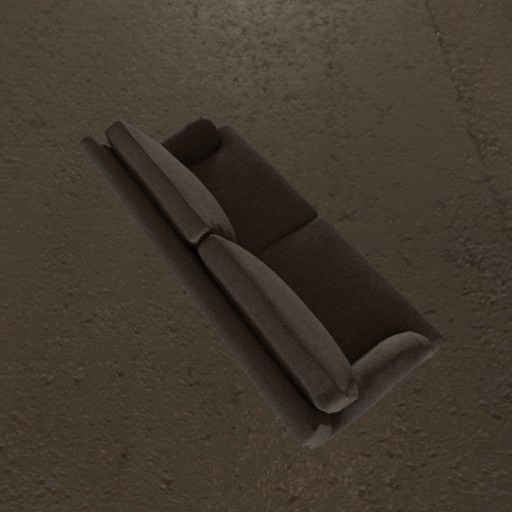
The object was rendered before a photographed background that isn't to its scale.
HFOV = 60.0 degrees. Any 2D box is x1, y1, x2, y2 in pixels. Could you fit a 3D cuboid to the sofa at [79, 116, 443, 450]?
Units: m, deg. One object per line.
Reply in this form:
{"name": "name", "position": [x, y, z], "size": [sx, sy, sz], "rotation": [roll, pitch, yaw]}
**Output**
{"name": "sofa", "position": [0.000, 0.000, 2.737], "size": [1.087, 1.054, 2.160], "rotation": [-32, 64, -18]}
